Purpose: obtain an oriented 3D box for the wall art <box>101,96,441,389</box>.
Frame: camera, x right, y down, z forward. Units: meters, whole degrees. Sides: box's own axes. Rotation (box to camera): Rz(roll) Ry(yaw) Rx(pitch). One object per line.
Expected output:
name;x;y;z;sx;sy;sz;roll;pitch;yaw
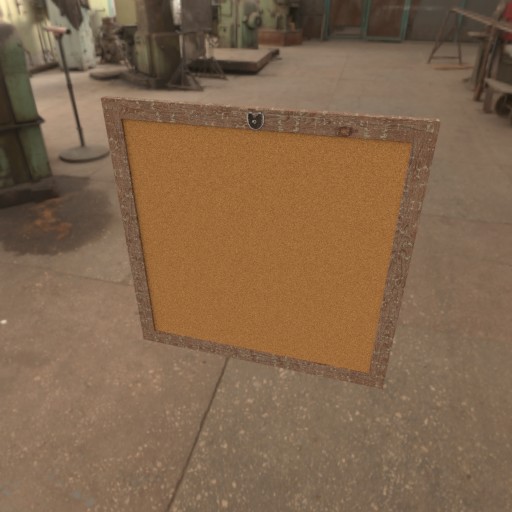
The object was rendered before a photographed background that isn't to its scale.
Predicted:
wall art;0.000;0.000;0.589;0.384;0.384;0.012;9;33;13
